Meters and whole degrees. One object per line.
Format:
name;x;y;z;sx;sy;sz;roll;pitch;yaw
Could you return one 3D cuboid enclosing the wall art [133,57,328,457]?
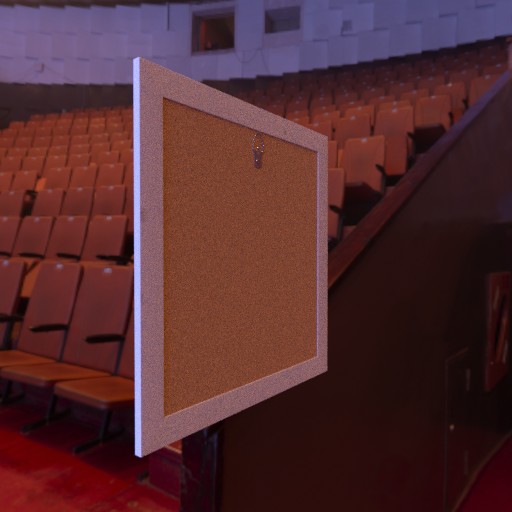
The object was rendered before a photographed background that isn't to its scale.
wall art;0.000;0.000;0.870;0.015;0.577;0.572;1;1;37
